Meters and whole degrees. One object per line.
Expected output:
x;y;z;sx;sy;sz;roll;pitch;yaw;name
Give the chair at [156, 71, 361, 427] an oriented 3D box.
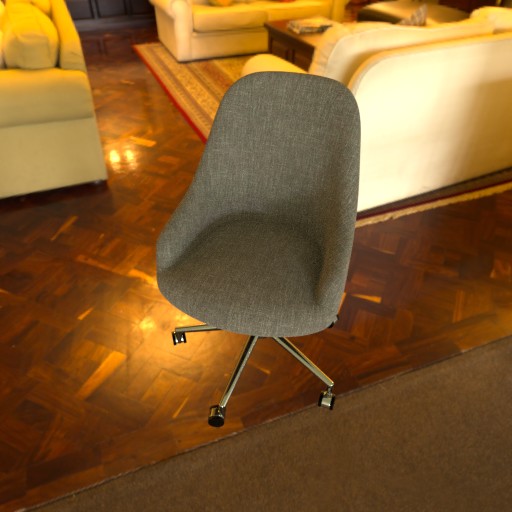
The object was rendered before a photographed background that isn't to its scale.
0.000;0.000;1.428;0.671;0.950;0.712;12;41;15;chair
